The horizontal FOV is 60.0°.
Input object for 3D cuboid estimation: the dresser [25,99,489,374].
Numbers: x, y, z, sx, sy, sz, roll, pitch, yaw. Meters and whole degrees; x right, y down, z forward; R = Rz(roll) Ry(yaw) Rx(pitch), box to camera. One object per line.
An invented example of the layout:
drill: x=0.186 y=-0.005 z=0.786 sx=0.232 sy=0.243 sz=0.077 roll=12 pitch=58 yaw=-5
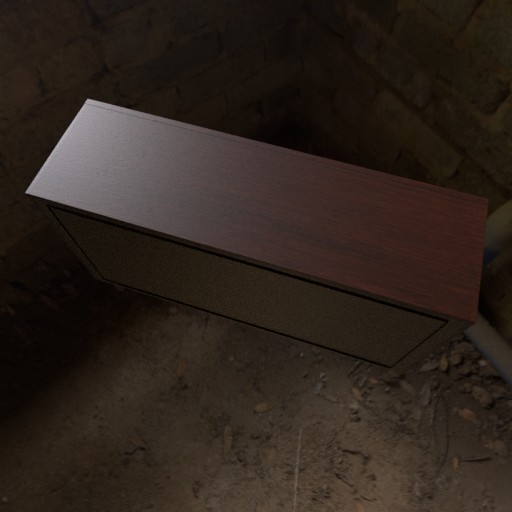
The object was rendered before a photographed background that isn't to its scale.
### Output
dresser: x=0.000 y=0.000 z=2.041 sx=1.609 sy=0.971 sz=0.499 roll=16 pitch=65 yaw=8
